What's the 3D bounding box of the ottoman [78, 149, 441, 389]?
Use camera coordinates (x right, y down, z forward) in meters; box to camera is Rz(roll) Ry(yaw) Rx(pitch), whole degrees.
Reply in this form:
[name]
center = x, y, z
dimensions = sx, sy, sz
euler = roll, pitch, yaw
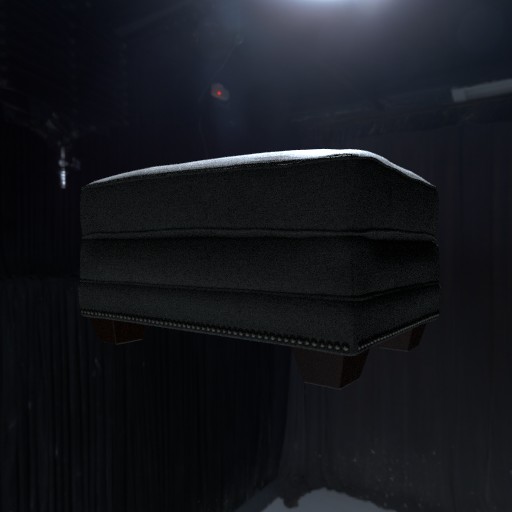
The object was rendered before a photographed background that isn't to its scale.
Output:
[ottoman]
center = 0.000, 0.000, 1.151
dimensions = 0.813, 0.457, 0.561
euler = 0, 1, 37
